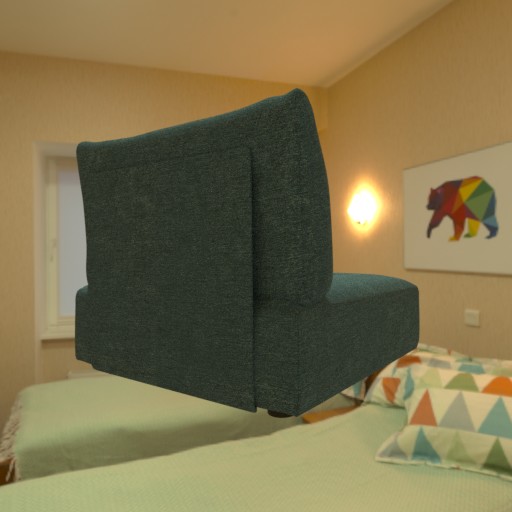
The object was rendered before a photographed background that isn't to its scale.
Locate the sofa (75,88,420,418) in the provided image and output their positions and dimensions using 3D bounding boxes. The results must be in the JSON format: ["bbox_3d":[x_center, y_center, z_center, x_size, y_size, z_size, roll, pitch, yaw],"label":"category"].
[{"bbox_3d":[0.000,0.000,1.707,1.000,0.820,1.000,0,1,37],"label":"sofa"}]
